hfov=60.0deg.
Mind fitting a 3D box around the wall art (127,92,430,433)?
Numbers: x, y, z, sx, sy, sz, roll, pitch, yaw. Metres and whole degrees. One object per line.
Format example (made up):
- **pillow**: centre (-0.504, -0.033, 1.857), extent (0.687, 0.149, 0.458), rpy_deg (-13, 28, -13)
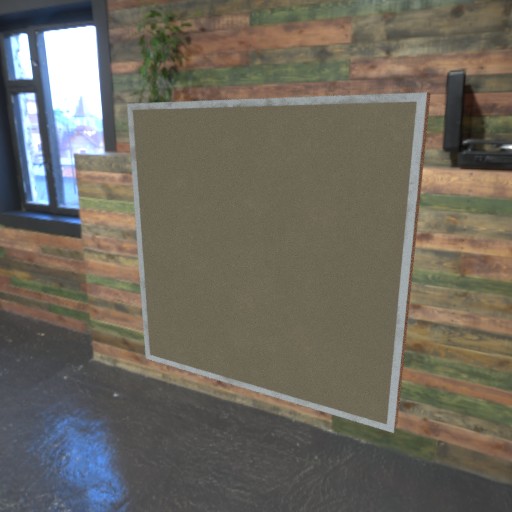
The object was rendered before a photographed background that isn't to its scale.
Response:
- **wall art**: centre (0.000, 0.000, 0.758), extent (0.508, 0.506, 0.029), rpy_deg (8, 18, 27)
